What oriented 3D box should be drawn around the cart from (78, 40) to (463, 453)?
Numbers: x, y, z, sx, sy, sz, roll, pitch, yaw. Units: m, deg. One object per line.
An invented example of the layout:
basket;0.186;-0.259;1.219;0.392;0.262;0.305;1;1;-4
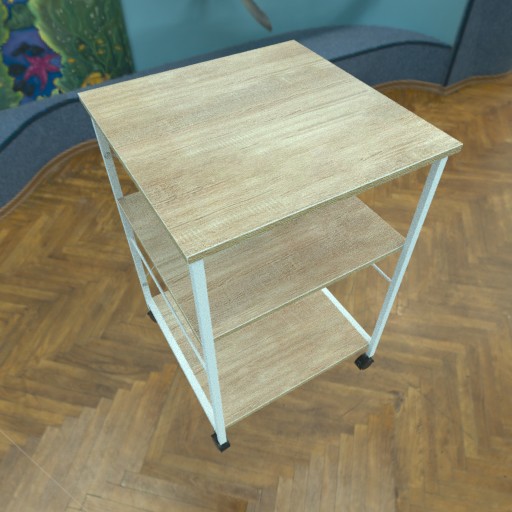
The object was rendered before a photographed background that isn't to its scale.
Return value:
cart;0.000;0.000;1.103;0.521;0.762;0.520;-24;51;-20
